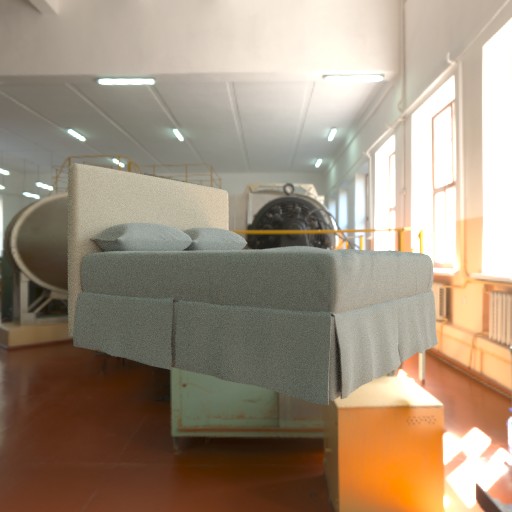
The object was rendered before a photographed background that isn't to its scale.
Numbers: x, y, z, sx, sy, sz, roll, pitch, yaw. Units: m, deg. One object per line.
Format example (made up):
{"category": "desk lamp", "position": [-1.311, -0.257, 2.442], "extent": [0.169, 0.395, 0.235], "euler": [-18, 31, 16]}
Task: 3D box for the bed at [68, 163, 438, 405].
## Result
{"category": "bed", "position": [0.000, 0.000, 3.198], "extent": [2.142, 1.330, 1.748], "euler": [0, 0, 36]}
